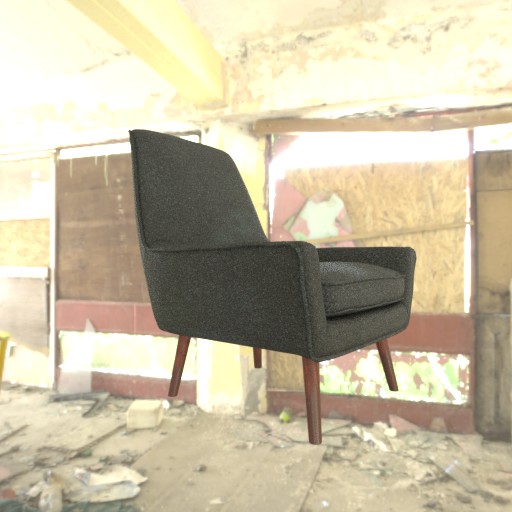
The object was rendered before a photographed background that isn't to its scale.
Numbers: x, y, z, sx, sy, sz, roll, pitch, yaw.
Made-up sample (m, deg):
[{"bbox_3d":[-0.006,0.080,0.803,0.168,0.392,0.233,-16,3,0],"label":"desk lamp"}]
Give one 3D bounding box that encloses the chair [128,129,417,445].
[{"bbox_3d":[0.000,0.000,1.480,0.859,0.883,0.763,0,0,38],"label":"chair"}]
